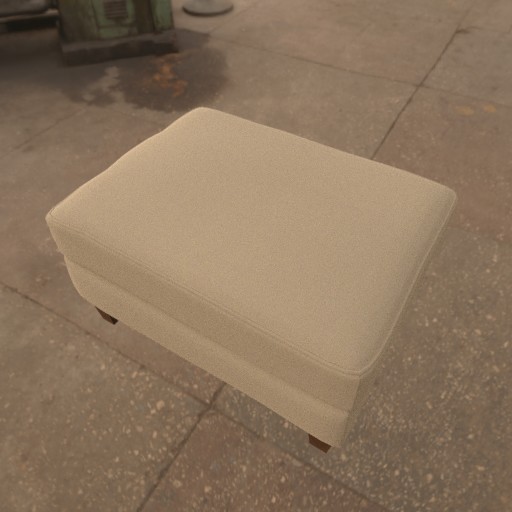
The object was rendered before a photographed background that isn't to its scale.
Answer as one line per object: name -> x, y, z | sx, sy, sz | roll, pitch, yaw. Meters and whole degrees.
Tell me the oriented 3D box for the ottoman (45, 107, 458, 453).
ottoman -> 0.000, 0.000, 1.191 | 0.818, 0.485, 0.634 | 25, 52, 21
